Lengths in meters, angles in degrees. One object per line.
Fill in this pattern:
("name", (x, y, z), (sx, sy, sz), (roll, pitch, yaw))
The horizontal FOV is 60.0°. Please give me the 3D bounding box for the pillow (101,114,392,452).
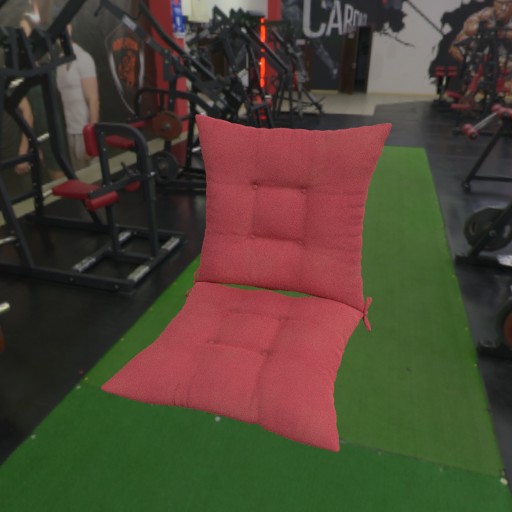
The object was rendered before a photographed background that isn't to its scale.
("pillow", (0.000, 0.000, 1.012), (0.541, 0.536, 0.585), (8, 27, 16))
